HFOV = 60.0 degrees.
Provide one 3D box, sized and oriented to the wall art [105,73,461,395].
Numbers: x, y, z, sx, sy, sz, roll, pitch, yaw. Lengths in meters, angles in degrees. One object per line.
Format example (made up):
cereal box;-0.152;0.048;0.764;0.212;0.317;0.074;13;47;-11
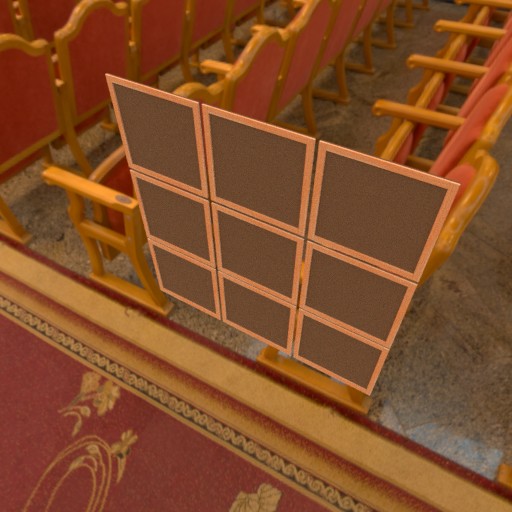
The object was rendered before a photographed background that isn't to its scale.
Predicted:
wall art;0.000;0.000;2.242;1.520;1.525;0.013;23;52;20
